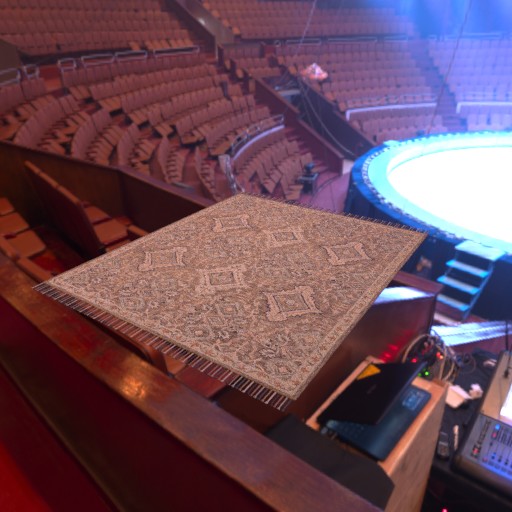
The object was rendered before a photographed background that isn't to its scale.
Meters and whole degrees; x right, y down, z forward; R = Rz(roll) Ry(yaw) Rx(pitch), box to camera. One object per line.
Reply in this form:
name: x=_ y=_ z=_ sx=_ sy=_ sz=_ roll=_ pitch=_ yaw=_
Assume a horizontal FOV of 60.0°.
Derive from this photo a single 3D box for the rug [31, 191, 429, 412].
rug: x=0.000 y=0.000 z=4.192 sx=2.437 sy=0.010 sz=3.056 roll=17 pitch=31 yaw=30
